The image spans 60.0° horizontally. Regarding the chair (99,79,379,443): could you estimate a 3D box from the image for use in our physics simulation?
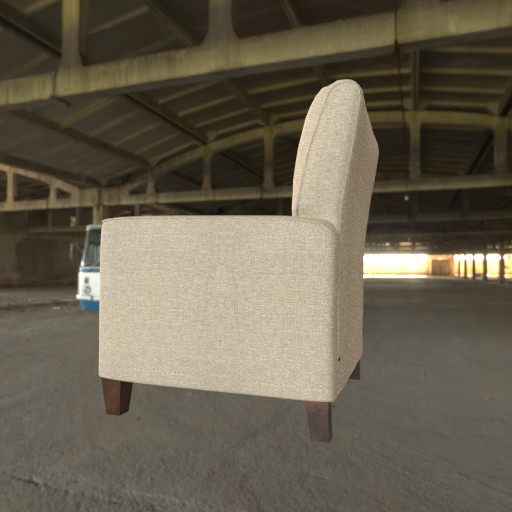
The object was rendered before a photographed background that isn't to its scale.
[{"bbox_3d":[0.000,0.000,1.663,0.858,1.028,0.841,0,-1,19],"label":"chair"}]
